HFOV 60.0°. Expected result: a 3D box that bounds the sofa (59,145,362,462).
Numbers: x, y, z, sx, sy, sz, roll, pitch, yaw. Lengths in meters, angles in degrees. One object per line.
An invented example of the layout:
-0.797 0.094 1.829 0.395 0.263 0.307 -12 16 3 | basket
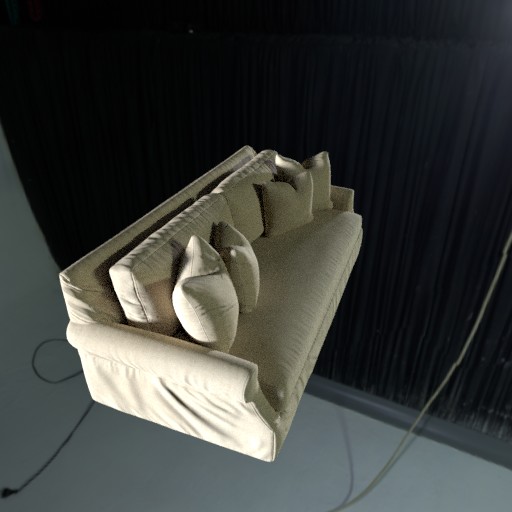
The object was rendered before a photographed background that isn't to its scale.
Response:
0.000 0.000 2.835 1.067 0.904 2.285 11 32 19 | sofa
